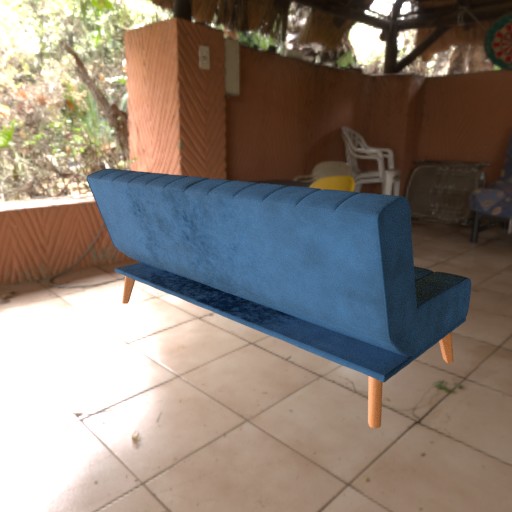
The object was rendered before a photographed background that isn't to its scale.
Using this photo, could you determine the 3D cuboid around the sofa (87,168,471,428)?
[{"bbox_3d":[0.000,0.000,2.233,1.804,0.813,0.855,14,20,43],"label":"sofa"}]
